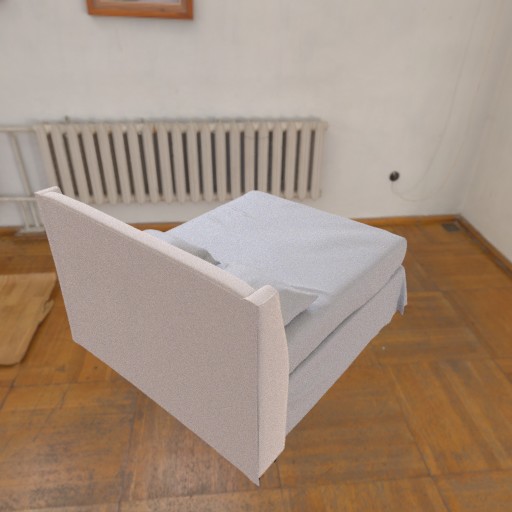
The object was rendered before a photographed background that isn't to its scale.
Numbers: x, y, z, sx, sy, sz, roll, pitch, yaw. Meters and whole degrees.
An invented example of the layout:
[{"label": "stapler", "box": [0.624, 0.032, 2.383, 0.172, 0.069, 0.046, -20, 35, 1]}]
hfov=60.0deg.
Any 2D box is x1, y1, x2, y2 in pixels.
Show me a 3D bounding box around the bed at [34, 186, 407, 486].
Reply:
[{"label": "bed", "box": [0.000, 0.000, 3.434, 1.925, 1.332, 2.276, 23, 38, 33]}]
